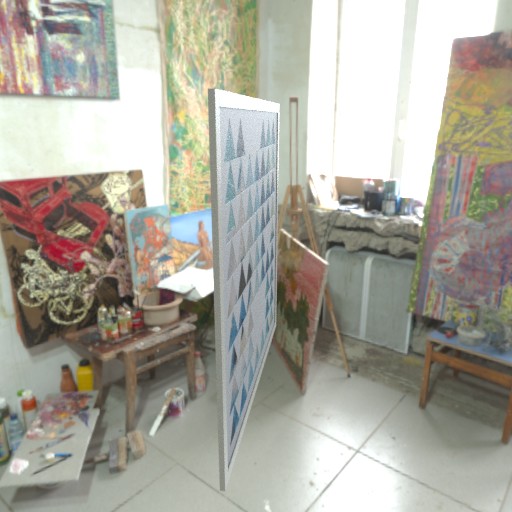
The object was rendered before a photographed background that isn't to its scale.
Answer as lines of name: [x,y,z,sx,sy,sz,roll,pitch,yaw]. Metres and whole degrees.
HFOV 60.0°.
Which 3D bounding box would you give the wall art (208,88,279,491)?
wall art: [0.000,0.000,0.682,0.007,0.456,0.456,3,17,10]
